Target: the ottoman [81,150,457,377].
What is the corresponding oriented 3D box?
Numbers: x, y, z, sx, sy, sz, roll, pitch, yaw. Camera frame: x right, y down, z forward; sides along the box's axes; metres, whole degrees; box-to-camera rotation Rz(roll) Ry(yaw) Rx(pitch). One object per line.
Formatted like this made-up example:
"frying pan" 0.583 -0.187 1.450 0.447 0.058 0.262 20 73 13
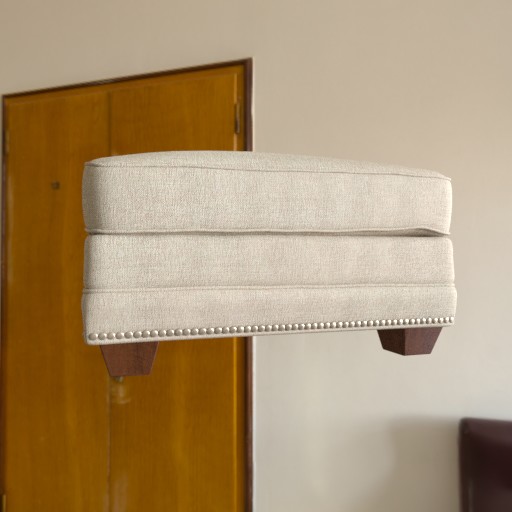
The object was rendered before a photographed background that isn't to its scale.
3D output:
"ottoman" 0.000 0.000 1.136 0.813 0.458 0.559 0 -1 -18
